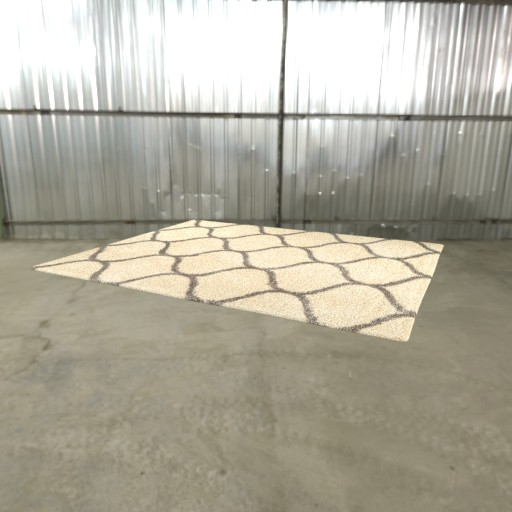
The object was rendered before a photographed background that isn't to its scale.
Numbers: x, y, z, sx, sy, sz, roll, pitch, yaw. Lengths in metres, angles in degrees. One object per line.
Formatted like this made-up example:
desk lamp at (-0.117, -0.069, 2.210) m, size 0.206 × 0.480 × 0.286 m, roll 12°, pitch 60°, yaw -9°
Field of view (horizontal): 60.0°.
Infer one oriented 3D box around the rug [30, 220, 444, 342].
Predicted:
rug at (0.000, 0.000, 4.038) m, size 3.000 × 0.026 × 2.399 m, roll 8°, pitch 17°, yaw 26°
